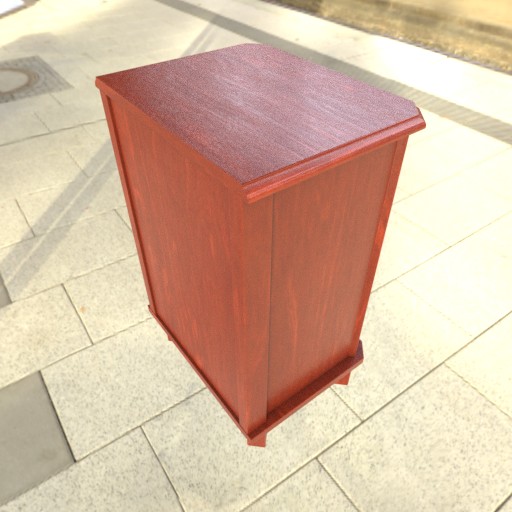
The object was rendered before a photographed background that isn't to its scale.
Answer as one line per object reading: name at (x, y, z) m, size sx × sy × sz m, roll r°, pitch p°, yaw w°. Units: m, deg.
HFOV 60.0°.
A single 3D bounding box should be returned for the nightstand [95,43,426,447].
nightstand at (0.000, 0.000, 0.908) m, size 0.351 × 0.681 × 0.435 m, roll -27°, pitch 48°, yaw -27°
